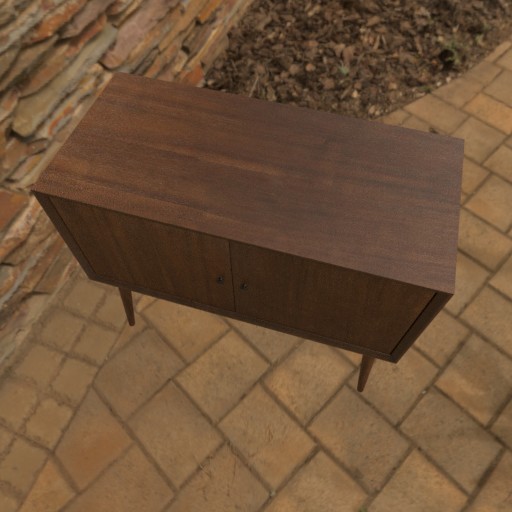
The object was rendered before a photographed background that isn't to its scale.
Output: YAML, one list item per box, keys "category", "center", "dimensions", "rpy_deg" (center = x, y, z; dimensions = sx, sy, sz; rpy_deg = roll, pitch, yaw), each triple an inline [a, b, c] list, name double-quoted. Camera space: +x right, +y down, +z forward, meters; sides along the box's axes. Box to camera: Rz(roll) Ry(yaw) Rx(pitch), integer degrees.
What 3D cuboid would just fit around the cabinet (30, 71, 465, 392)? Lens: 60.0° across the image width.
- category: "cabinet"
  center: [0.000, 0.000, 1.107]
  dimensions: [0.743, 0.654, 0.354]
  rpy_deg: [14, 59, 9]
